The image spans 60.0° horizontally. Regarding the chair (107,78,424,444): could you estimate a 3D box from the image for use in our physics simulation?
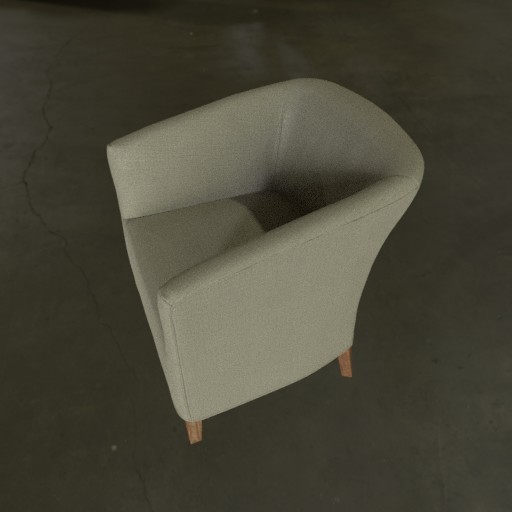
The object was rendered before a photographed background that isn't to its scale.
[{"bbox_3d":[0.000,0.000,1.261,0.668,0.771,0.600,-17,47,-16],"label":"chair"}]
